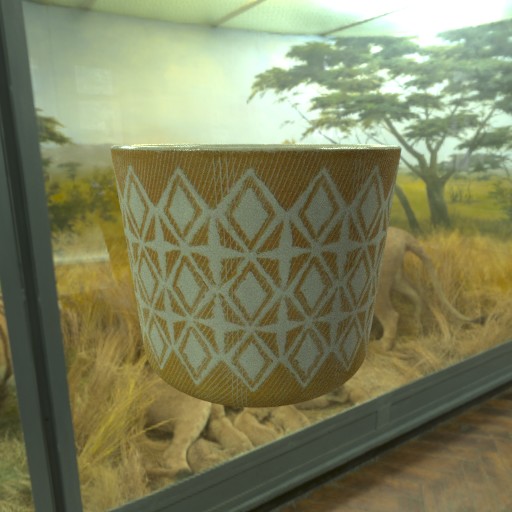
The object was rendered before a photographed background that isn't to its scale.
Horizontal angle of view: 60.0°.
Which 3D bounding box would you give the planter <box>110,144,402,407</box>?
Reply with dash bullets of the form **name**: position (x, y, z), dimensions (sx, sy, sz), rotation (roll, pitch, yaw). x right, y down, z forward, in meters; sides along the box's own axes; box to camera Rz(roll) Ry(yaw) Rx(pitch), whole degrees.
- **planter**: position (0.000, 0.000, 0.215), dimensions (0.126, 0.104, 0.126), rotation (0, 15, 0)
